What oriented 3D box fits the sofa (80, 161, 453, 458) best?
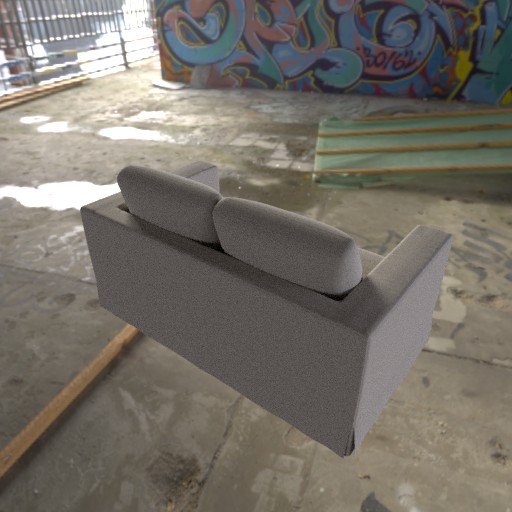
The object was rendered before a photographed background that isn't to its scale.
[{"bbox_3d":[0.000,0.000,2.489,1.813,0.932,1.009,22,38,31],"label":"sofa"}]
